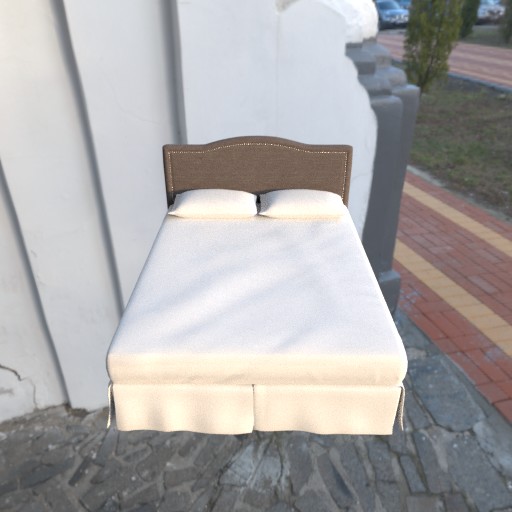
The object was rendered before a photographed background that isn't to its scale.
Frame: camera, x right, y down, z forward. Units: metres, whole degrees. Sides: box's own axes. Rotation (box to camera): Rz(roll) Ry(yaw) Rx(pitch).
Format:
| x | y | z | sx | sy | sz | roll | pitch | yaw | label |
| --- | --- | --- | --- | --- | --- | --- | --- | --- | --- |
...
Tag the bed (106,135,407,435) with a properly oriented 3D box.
| x | y | z | sx | sy | sz | roll | pitch | yaw | label |
| --- | --- | --- | --- | --- | --- | --- | --- | --- | --- |
| 0.000 | 0.000 | 3.984 | 2.161 | 1.457 | 2.689 | 0 | 30 | 0 | bed |
